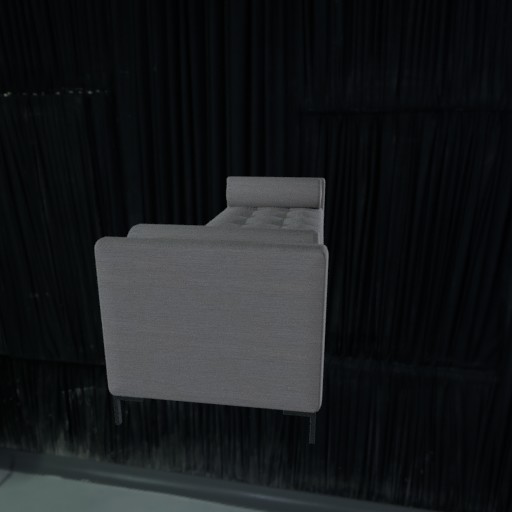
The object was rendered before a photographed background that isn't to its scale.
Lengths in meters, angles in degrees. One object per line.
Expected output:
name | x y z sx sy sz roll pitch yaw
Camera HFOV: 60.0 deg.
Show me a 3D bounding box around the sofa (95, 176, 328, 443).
sofa | 0.000 0.000 2.270 0.686 0.635 1.981 2 16 8
